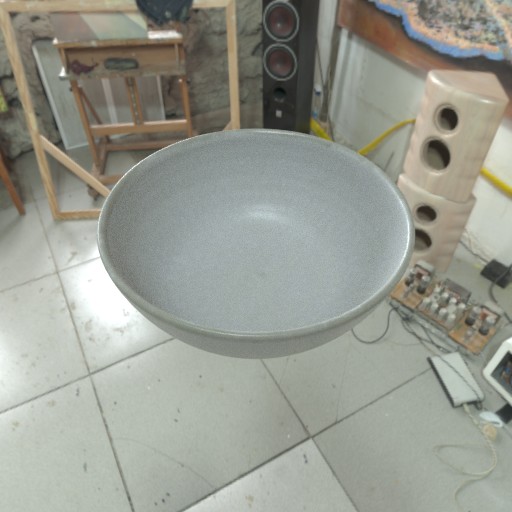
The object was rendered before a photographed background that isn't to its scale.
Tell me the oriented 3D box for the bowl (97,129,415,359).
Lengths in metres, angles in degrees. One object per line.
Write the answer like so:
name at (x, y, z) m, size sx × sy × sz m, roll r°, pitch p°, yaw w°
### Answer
bowl at (0.000, 0.000, 0.426) m, size 0.268 × 0.121 × 0.268 m, roll 0°, pitch 46°, yaw 0°
